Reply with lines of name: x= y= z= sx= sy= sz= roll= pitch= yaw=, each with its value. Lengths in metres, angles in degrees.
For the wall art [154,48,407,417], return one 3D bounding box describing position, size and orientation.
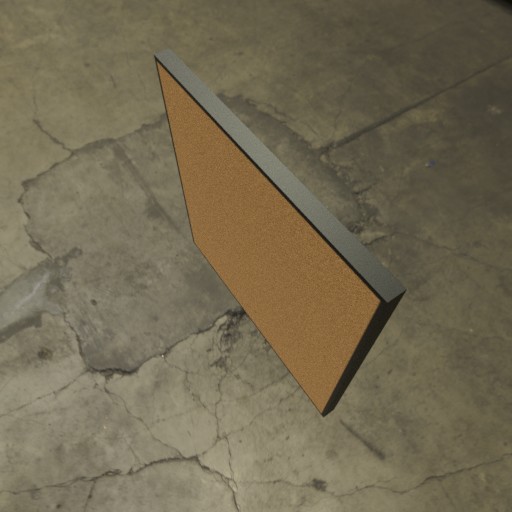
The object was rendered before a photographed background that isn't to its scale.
wall art: x=0.000 y=0.000 z=1.176 sx=0.042 sy=0.766 sz=0.769 roll=-30 pitch=62 yaw=-18
